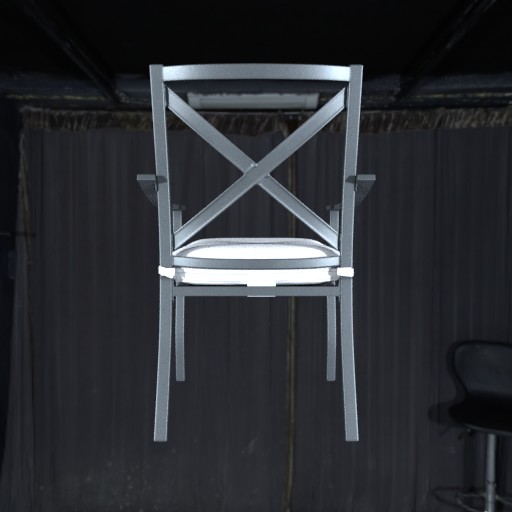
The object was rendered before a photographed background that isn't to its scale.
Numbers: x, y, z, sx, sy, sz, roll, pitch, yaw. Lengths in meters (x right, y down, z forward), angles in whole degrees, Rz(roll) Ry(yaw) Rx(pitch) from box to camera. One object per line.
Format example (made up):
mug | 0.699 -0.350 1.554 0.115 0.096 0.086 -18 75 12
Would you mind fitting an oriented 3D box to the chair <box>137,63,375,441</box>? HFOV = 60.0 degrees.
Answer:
chair | 0.000 0.000 1.292 0.575 0.889 0.620 0 0 0
